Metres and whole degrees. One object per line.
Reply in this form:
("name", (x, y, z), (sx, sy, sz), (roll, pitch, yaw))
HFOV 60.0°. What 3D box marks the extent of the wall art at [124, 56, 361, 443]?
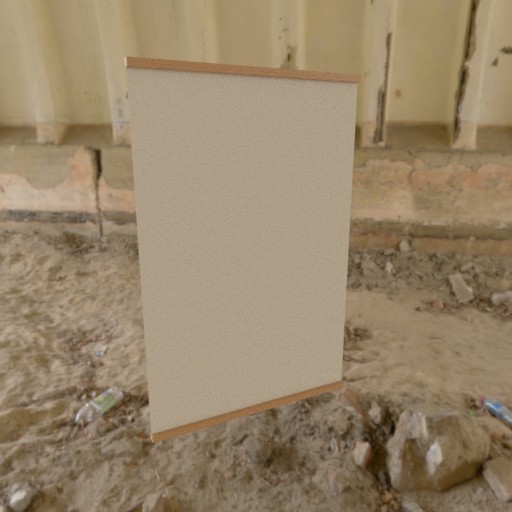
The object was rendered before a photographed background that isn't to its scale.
("wall art", (0.000, 0.000, 1.910), (0.991, 1.510, 0.040), (-7, 16, -25))
